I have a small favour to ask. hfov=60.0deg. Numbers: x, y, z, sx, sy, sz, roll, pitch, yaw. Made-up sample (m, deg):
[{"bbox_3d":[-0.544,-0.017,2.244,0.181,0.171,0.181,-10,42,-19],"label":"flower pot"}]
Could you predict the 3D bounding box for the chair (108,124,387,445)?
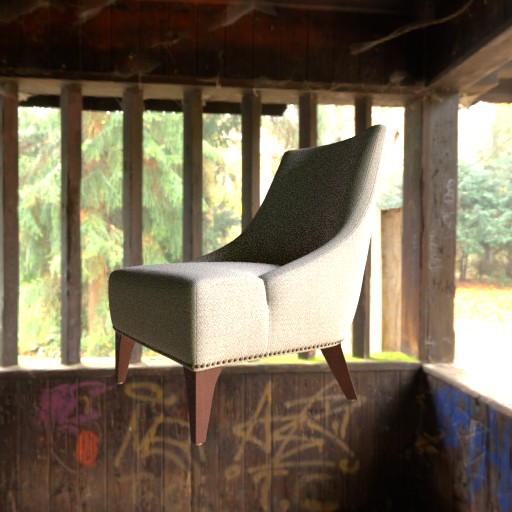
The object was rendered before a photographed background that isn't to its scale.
[{"bbox_3d":[0.000,0.000,1.543,0.861,0.909,0.701,0,1,-35],"label":"chair"}]
